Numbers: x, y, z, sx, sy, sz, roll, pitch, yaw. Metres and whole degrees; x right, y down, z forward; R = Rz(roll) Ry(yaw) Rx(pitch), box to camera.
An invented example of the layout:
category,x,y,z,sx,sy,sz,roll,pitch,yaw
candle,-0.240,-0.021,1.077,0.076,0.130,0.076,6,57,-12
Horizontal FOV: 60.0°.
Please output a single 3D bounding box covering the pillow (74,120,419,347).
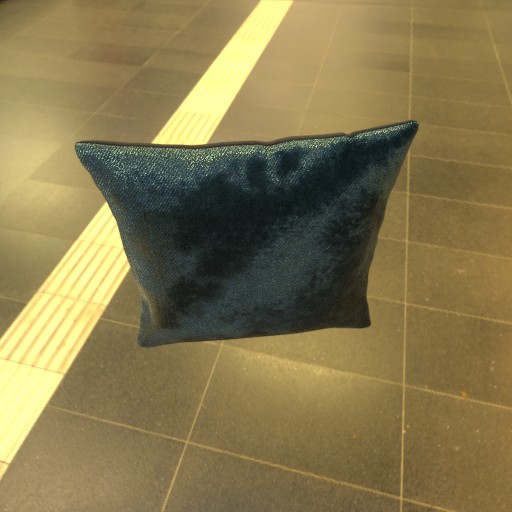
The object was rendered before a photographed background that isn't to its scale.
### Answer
category,x,y,z,sx,sy,sz,roll,pitch,yaw
pillow,0.000,0.000,0.681,0.436,0.430,0.138,-4,46,-4
